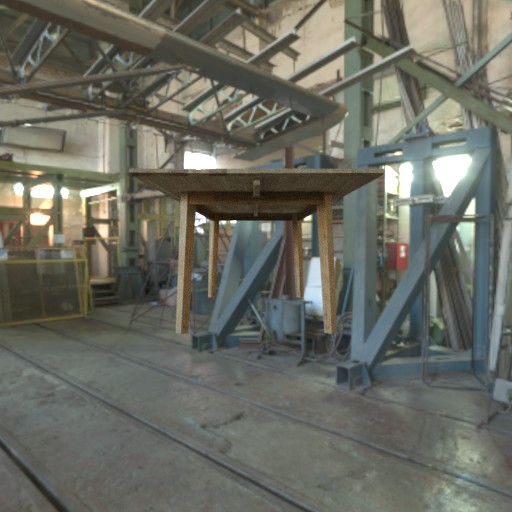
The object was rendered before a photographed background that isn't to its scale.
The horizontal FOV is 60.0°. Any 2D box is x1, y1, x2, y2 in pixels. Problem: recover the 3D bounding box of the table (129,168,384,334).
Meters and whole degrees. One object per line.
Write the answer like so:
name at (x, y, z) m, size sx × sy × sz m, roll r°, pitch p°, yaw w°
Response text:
table at (0.000, 0.000, 3.052) m, size 1.000 × 0.752 × 2.603 m, roll 0°, pitch 1°, yaw 0°
